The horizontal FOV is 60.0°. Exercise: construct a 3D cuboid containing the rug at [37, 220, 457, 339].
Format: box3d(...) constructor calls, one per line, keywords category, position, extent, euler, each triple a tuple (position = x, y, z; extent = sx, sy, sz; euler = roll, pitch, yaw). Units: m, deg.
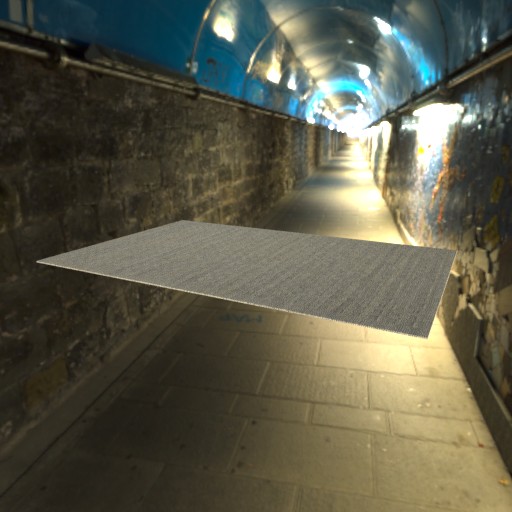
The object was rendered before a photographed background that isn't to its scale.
box3d(category="rug", position=(0.000, 0.000, 2.197), extent=(1.752, 0.006, 1.142), euler=(8, 18, 27))
